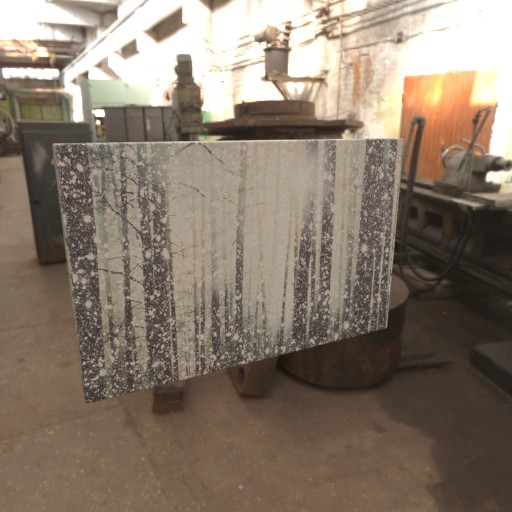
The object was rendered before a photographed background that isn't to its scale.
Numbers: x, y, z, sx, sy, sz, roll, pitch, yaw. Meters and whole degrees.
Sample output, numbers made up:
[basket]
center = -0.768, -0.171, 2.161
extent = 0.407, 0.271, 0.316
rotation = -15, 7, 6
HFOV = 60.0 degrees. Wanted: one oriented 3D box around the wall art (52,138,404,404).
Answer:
[wall art]
center = 0.000, 0.000, 0.791
extent = 0.618, 0.398, 0.042
rotation = -8, 18, -25
